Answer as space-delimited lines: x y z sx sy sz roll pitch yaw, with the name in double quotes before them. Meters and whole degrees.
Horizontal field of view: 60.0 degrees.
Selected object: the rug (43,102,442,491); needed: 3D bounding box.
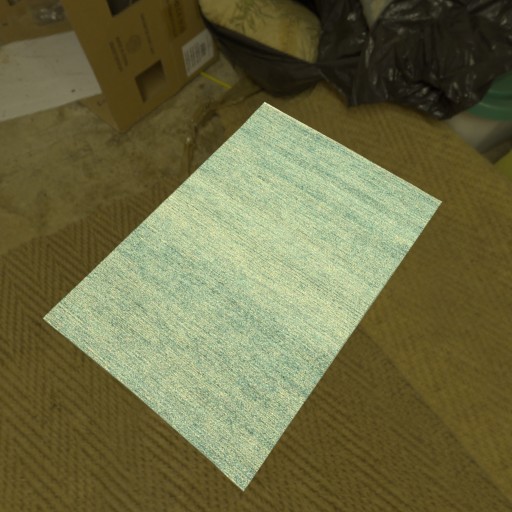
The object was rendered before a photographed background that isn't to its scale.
"rug" 0.000 0.000 5.222 2.802 0.052 4.078 34 68 16
